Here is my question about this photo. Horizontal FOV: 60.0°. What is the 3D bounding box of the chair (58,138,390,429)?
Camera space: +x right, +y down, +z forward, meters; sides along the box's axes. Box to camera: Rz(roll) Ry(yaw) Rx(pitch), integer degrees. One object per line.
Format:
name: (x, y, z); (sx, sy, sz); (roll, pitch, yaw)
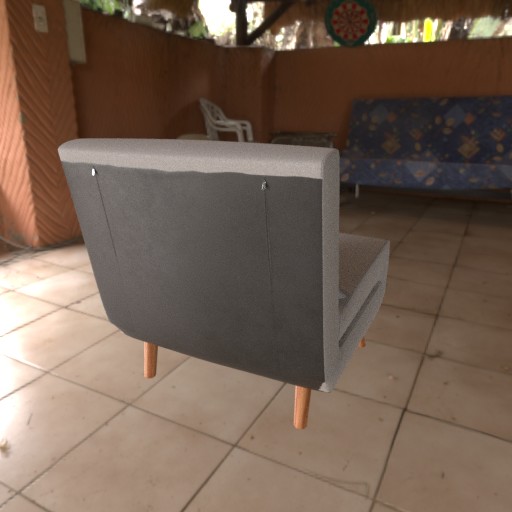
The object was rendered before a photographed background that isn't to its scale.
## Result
chair: (0.000, 0.000, 1.514); (0.770, 0.808, 0.902); (9, 20, 26)
